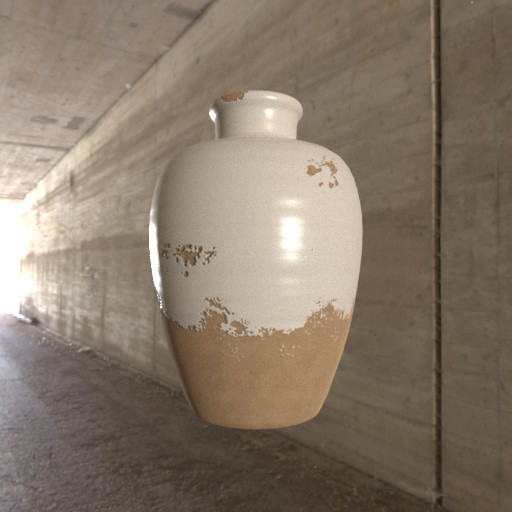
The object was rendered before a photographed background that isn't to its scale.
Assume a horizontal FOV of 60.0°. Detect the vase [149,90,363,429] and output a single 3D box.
[{"bbox_3d":[0.000,0.000,0.338,0.158,0.228,0.158,0,-1,0],"label":"vase"}]
